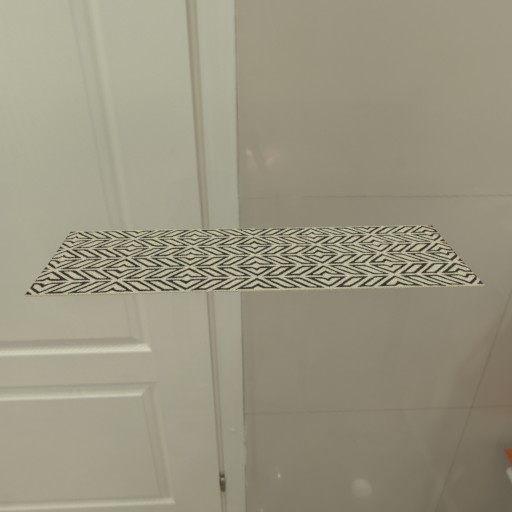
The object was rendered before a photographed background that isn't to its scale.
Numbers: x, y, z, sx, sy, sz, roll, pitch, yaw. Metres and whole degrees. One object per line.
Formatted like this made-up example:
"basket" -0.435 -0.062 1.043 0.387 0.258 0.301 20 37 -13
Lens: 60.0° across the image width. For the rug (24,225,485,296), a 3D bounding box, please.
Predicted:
"rug" 0.000 0.000 2.664 2.435 0.009 0.750 -1 30 -2
